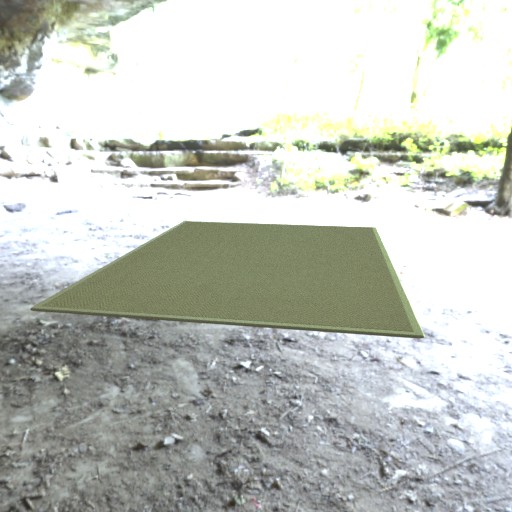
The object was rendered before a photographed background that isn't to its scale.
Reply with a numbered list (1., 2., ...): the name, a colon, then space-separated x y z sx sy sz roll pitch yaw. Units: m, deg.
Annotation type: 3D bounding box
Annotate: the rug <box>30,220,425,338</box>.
1. rug: 0.000 0.000 4.066 2.407 0.020 3.051 3 15 9
